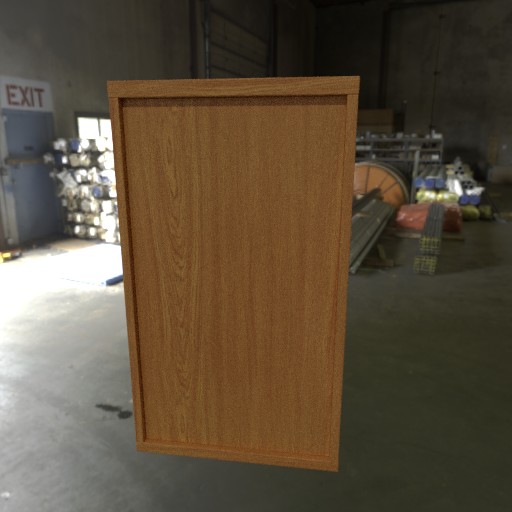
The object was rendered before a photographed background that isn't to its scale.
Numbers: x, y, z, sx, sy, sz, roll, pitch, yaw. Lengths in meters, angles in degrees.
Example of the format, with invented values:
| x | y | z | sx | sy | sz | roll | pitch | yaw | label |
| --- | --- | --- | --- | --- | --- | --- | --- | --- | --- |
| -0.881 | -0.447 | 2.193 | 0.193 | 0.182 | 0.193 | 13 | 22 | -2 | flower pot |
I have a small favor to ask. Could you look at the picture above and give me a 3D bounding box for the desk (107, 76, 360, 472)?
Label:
| x | y | z | sx | sy | sz | roll | pitch | yaw | label |
| --- | --- | --- | --- | --- | --- | --- | --- | --- | --- |
| 0.000 | 0.000 | 1.074 | 0.404 | 0.730 | 0.600 | 2 | 15 | 8 | desk |
